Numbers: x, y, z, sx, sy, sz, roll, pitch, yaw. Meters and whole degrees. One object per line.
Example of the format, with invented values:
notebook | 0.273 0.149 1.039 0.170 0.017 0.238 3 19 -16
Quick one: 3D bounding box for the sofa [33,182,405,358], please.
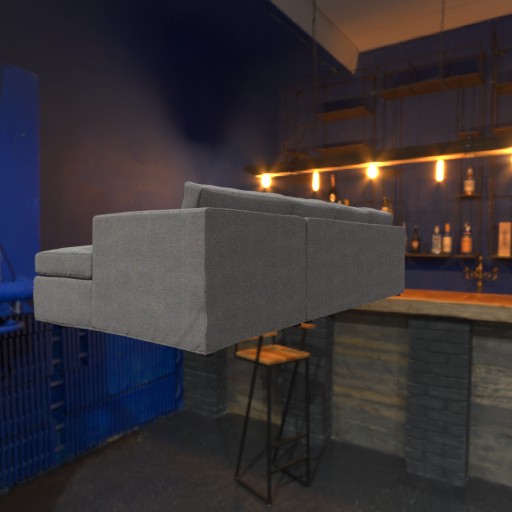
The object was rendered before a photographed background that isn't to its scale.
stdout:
sofa | 0.000 0.000 3.904 1.650 0.922 3.205 1 2 35
